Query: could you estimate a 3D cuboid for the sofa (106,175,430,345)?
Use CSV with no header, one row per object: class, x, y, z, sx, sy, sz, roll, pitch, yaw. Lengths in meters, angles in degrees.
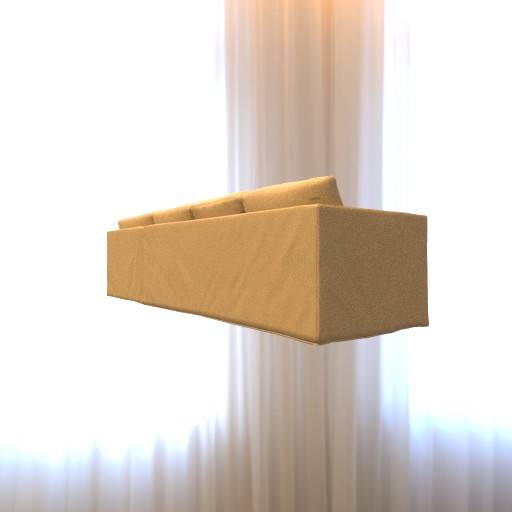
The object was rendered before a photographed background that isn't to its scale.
sofa,0.000,0.000,3.874,1.622,0.871,3.206,0,0,-36
